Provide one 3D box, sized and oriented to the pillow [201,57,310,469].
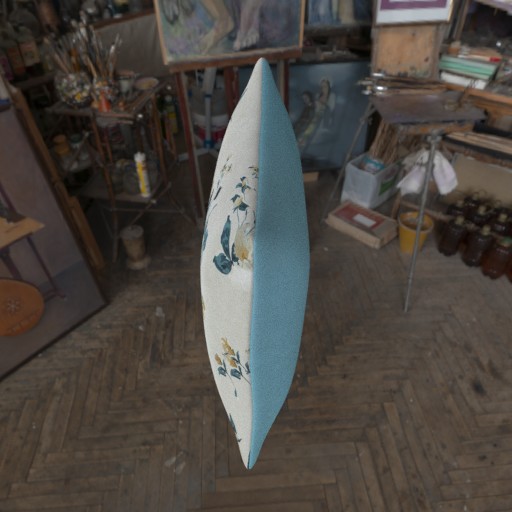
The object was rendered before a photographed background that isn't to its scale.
[{"bbox_3d":[0.000,0.000,0.778,0.166,0.507,0.526,1,42,1],"label":"pillow"}]
